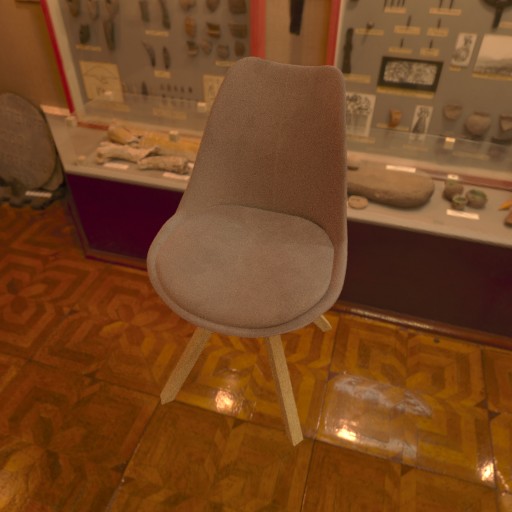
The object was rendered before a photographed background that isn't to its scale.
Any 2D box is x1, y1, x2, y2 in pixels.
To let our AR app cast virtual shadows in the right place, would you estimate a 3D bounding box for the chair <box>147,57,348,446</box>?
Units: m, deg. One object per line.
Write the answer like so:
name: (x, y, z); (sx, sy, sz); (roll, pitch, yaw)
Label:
chair: (0.000, 0.000, 1.179); (0.485, 0.850, 0.550); (12, 42, 14)
